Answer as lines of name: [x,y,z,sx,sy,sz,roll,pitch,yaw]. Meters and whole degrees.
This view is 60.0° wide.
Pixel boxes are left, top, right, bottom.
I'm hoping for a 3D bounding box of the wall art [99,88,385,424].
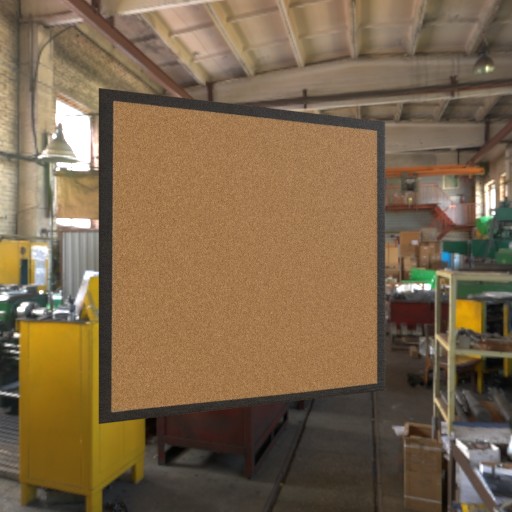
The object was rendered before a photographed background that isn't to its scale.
wall art: [0.000,0.000,1.039,0.695,0.691,0.029,0,0,-19]
